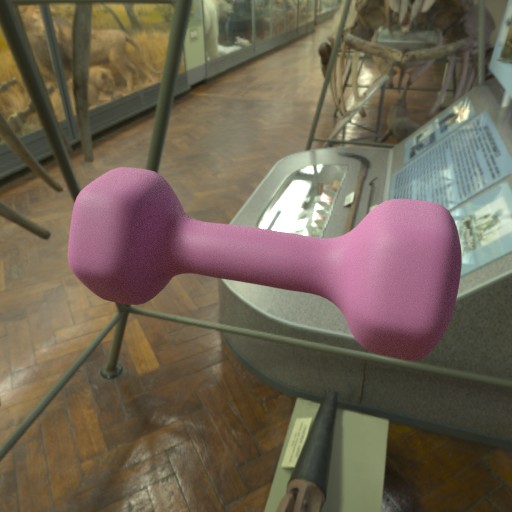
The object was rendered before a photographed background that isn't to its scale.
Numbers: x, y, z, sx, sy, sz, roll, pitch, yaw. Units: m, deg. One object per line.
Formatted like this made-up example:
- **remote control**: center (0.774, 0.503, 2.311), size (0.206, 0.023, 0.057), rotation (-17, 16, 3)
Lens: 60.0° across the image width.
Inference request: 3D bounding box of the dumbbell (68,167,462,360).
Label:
- **dumbbell**: center (0.000, 0.000, 0.190), size (0.159, 0.058, 0.064), rotation (9, 33, 15)
